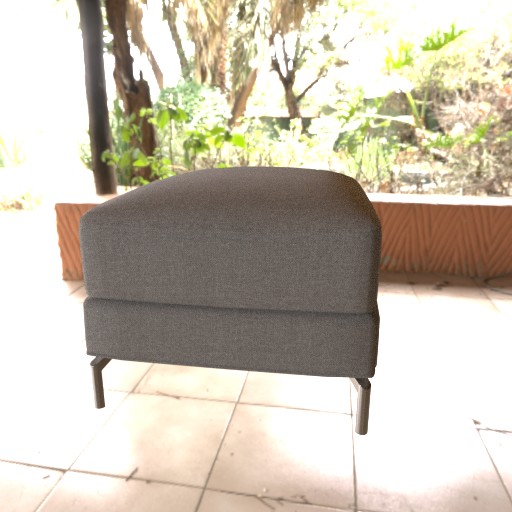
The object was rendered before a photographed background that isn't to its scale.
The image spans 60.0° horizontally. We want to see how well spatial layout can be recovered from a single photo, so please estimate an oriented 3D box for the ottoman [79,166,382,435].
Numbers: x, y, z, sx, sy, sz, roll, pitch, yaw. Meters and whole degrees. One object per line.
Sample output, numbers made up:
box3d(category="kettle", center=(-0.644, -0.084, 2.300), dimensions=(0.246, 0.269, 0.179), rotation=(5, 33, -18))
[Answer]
box3d(category="ottoman", center=(0.000, 0.000, 1.198), dimensions=(0.584, 0.457, 0.838), rotation=(2, 15, 9))
